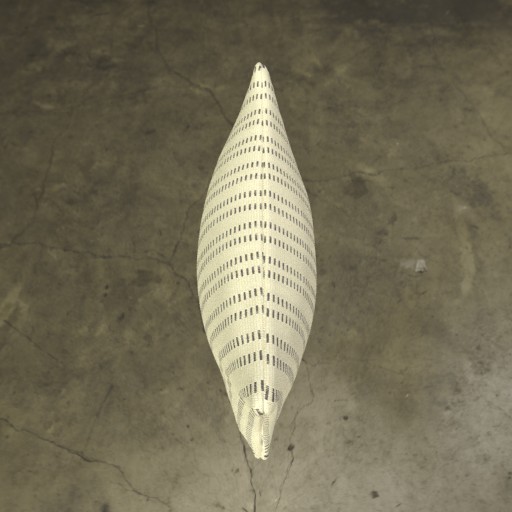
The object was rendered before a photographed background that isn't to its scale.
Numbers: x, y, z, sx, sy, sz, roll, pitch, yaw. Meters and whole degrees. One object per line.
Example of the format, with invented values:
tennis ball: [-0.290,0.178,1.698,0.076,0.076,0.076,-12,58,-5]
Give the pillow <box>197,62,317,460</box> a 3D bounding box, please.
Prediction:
pillow: [0.000,0.000,0.807,0.210,0.353,0.640,0,59,0]
